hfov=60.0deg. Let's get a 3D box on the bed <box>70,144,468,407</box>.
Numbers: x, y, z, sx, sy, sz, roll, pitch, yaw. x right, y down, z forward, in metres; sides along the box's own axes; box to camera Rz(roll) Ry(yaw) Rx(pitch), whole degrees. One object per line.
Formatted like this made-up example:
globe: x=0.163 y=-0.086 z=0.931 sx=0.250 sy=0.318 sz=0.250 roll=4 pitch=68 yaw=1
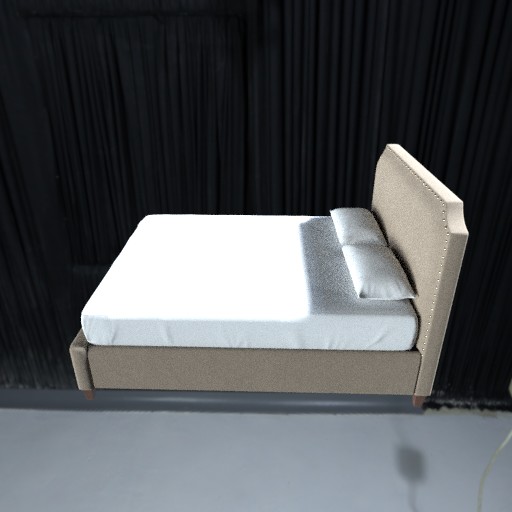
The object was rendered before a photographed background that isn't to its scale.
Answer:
bed: x=0.000 y=0.000 z=3.410 sx=2.329 sy=1.415 sz=1.703 roll=1 pitch=27 yaw=2
